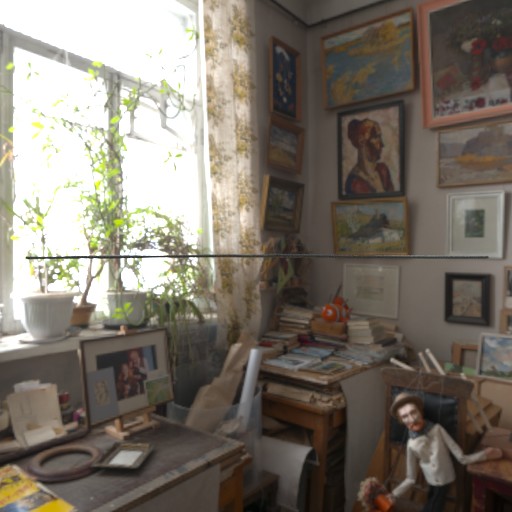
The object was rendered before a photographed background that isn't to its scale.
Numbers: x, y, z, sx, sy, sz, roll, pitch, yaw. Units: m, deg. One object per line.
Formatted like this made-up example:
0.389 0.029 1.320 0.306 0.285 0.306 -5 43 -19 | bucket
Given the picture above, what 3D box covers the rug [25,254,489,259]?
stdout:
0.000 0.000 2.339 1.853 0.022 1.174 0 0 0 | rug
